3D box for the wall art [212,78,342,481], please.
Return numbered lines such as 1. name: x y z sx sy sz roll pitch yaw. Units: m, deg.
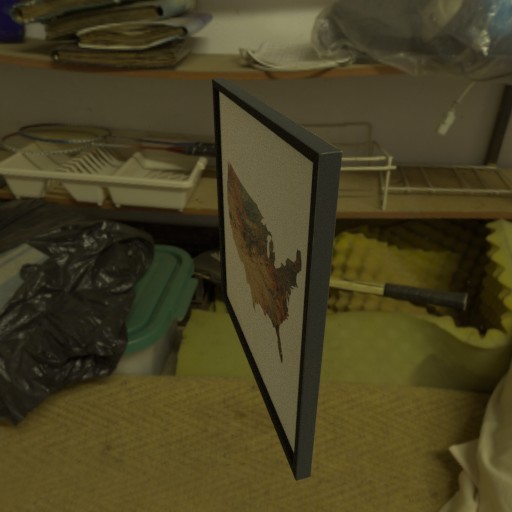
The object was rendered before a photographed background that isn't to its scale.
1. wall art: 0.000 0.000 0.457 0.015 0.303 0.304 -8 31 -14
